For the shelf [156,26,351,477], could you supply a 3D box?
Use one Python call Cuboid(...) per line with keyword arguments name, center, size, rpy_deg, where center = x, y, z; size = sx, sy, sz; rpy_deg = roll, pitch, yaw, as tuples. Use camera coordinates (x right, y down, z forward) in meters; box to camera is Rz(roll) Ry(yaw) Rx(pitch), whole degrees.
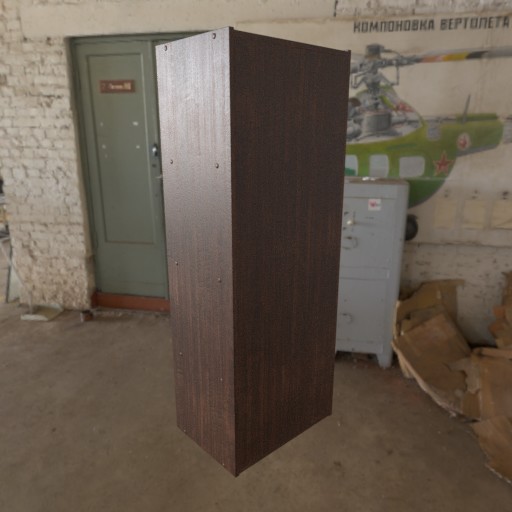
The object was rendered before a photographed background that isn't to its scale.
Cuboid(name="shelf", center=(0.000, 0.000, 1.277), size=(0.415, 1.099, 0.290), rpy_deg=(-14, 21, -40))
